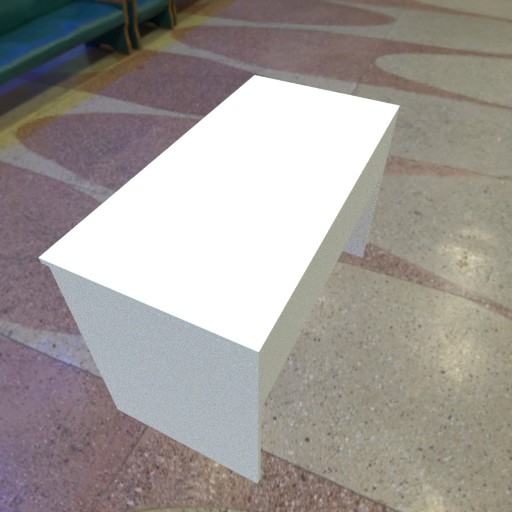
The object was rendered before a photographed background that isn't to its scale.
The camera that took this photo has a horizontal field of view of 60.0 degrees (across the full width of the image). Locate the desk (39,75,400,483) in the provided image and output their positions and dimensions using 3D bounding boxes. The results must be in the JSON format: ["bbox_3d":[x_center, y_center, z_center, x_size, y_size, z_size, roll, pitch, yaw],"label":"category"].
[{"bbox_3d":[0.000,0.000,1.527,0.560,0.730,1.100,19,48,18],"label":"desk"}]
